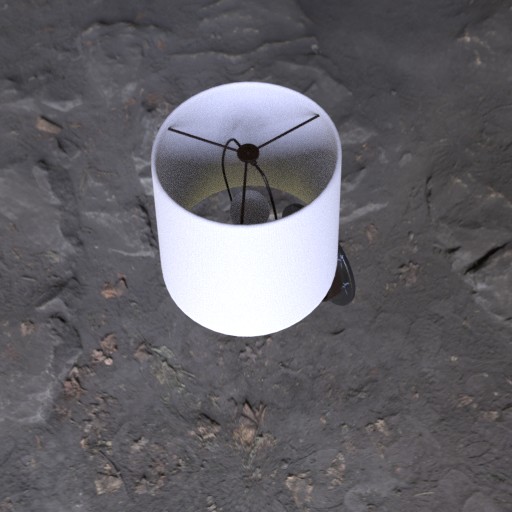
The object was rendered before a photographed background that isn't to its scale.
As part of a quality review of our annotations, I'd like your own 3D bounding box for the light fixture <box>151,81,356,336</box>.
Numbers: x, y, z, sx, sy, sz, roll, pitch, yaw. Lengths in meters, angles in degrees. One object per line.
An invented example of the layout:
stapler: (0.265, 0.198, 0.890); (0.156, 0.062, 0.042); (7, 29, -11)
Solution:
light fixture: (0.000, 0.000, 0.450); (0.188, 0.337, 0.168); (-30, 67, -14)
